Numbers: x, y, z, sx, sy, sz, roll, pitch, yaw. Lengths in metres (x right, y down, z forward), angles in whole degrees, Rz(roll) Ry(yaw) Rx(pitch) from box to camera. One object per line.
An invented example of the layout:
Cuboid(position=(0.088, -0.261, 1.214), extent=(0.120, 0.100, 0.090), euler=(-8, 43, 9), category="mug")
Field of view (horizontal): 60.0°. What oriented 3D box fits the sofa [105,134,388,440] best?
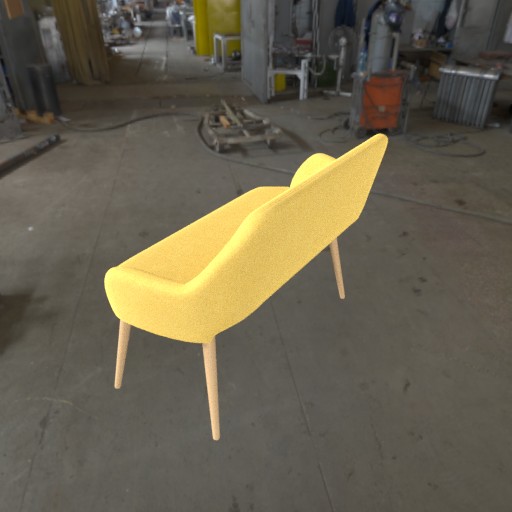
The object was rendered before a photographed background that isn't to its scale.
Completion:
Cuboid(position=(0.000, 0.000, 1.655), extent=(0.610, 0.840, 1.150), euler=(21, 38, 29), category="sofa")
